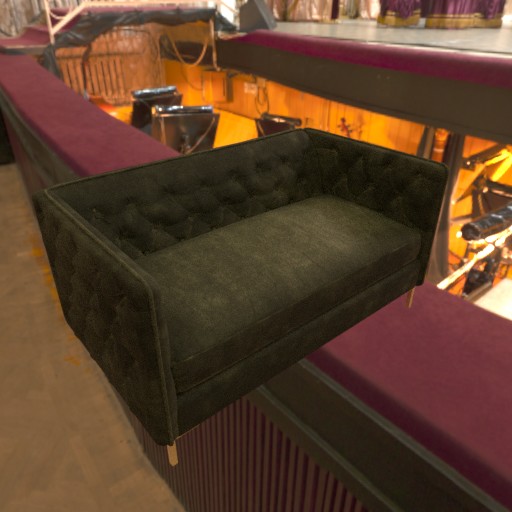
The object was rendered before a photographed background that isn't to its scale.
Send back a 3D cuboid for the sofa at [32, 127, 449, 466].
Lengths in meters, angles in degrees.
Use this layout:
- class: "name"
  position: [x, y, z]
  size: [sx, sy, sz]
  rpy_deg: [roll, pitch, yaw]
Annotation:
- class: "sofa"
  position: [0.000, 0.000, 1.988]
  size: [1.537, 0.768, 0.895]
  rpy_deg: [-23, 37, -34]
